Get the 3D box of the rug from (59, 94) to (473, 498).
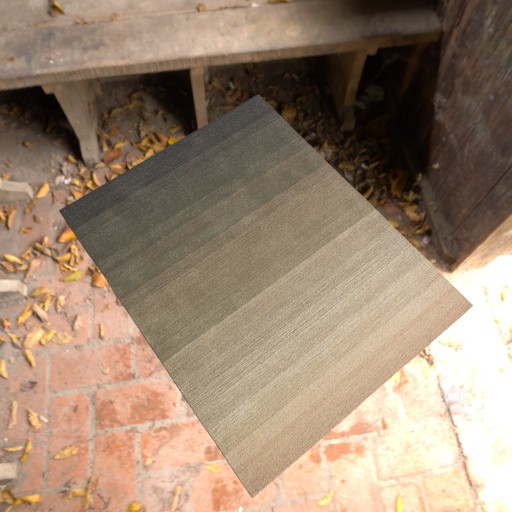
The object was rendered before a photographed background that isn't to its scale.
[{"bbox_3d":[0.000,0.000,3.869,2.315,0.015,2.932,-35,70,-15],"label":"rug"}]
